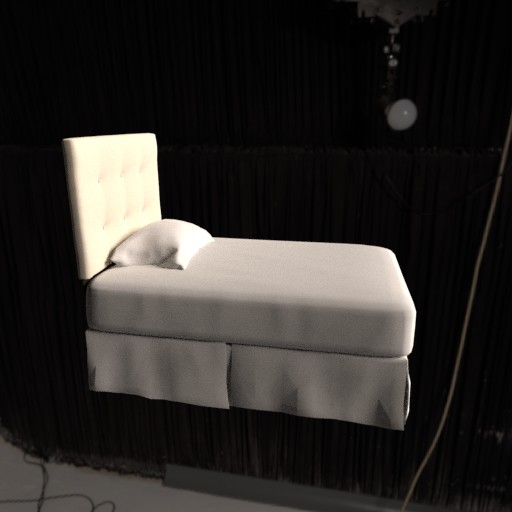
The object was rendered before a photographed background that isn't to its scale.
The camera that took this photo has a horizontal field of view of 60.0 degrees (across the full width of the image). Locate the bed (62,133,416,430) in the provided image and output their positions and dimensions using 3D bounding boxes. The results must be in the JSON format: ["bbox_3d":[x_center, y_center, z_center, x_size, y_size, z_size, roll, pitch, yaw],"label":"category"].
[{"bbox_3d":[0.000,0.000,3.003,1.997,1.571,1.261,3,17,10],"label":"bed"}]
